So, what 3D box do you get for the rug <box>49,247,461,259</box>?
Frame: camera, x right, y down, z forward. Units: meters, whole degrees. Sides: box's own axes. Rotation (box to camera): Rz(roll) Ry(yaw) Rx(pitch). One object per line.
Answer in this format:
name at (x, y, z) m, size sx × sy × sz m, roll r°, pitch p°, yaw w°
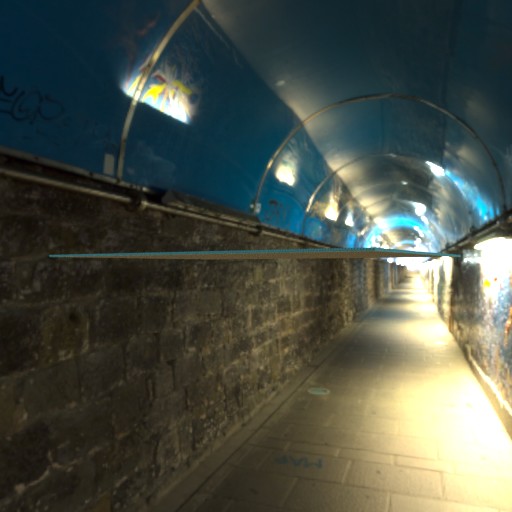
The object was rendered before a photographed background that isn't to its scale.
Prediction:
rug at (0.000, 0.000, 2.936) m, size 2.213 × 0.013 × 1.594 m, roll -1°, pitch -1°, yaw 35°
